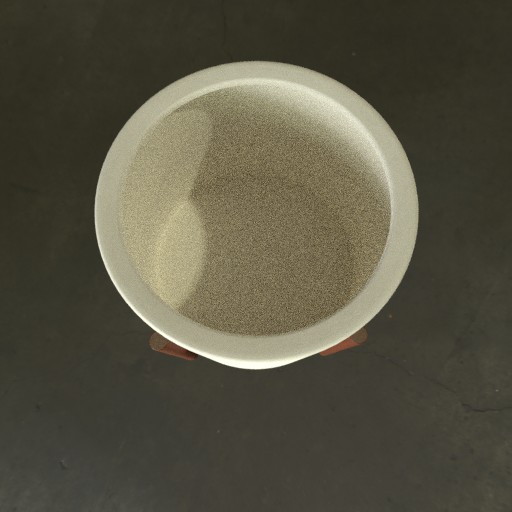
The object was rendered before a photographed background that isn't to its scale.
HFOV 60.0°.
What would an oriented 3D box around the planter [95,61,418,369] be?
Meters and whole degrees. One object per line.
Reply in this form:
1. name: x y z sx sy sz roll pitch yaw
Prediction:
1. planter: 0.000 0.000 0.851 0.421 0.581 0.420 1 75 0
